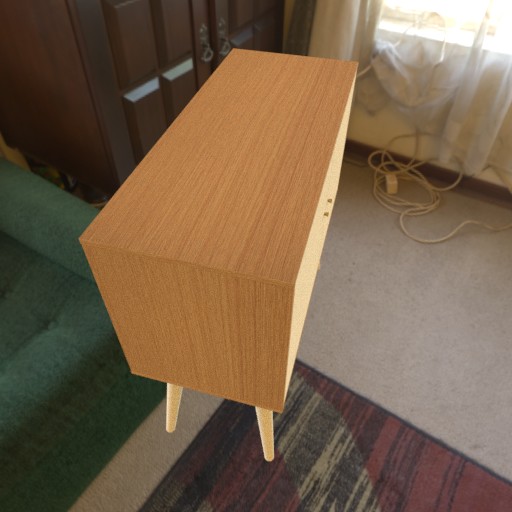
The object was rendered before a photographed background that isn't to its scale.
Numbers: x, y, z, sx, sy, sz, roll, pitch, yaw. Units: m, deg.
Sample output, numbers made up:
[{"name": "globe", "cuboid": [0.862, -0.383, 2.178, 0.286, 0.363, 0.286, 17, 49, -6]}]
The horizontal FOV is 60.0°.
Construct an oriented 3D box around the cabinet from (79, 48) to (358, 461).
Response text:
[{"name": "cabinet", "cuboid": [0.000, 0.000, 1.595, 0.470, 1.016, 1.057, 11, 47, 11]}]
